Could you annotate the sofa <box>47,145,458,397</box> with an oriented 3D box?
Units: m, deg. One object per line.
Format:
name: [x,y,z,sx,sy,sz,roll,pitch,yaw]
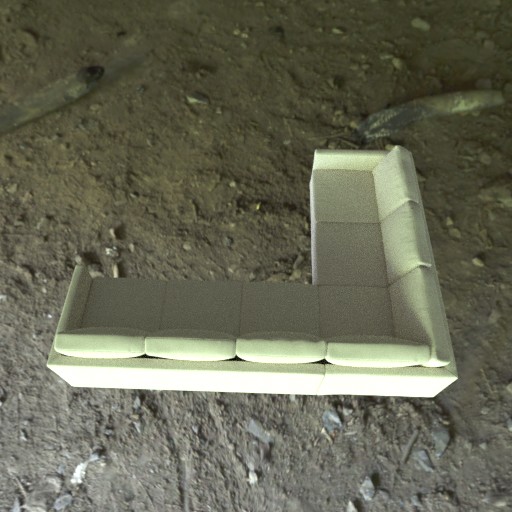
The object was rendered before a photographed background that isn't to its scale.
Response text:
sofa: [0.000,0.000,4.240,3.182,0.863,2.432,2,58,1]
